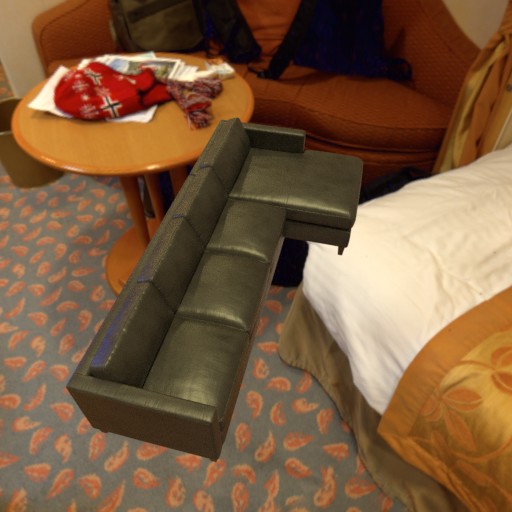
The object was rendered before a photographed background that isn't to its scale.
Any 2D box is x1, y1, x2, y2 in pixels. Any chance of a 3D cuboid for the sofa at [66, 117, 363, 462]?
[{"bbox_3d":[0.000,0.000,3.808,1.581,0.883,3.203,10,48,10],"label":"sofa"}]
